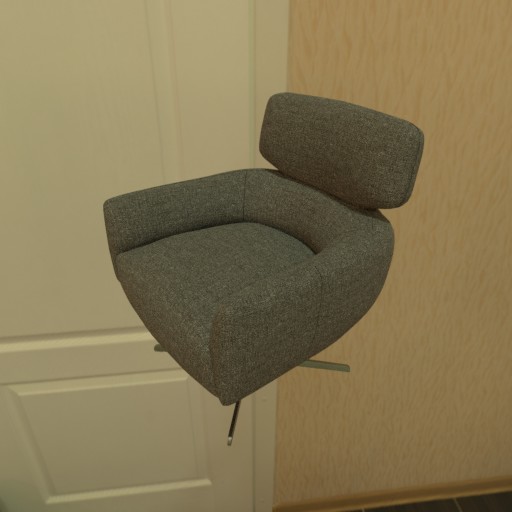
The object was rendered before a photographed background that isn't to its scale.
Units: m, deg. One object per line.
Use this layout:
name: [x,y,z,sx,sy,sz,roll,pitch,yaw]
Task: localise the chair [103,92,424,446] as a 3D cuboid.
chair: [0.000,0.000,1.317,0.715,0.812,0.706,-20,36,-31]
